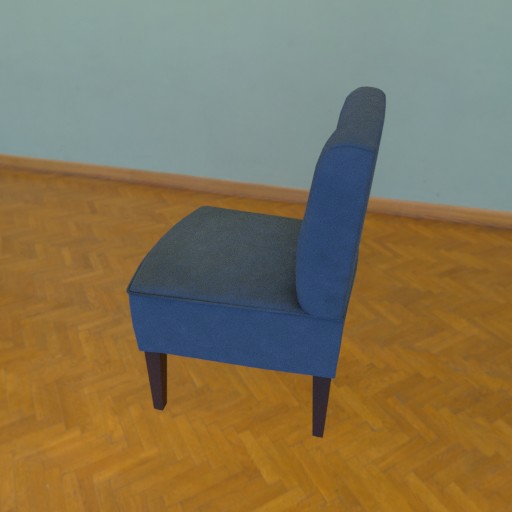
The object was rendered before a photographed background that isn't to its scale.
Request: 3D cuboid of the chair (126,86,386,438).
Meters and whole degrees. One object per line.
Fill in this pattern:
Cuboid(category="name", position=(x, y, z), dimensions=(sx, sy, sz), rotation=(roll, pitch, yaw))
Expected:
Cuboid(category="chair", position=(0.000, 0.000, 1.174), dimensions=(0.551, 0.806, 0.521), rotation=(8, 32, 13))
